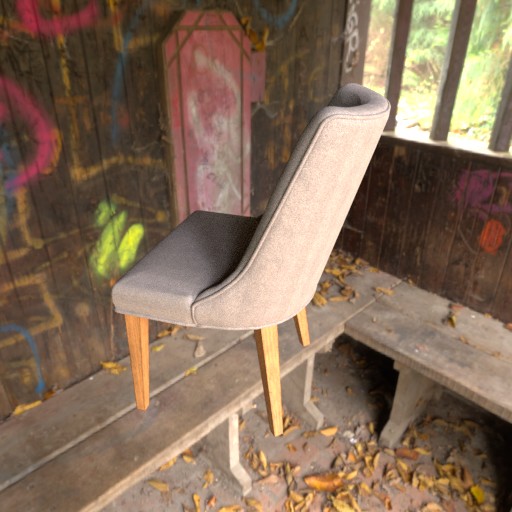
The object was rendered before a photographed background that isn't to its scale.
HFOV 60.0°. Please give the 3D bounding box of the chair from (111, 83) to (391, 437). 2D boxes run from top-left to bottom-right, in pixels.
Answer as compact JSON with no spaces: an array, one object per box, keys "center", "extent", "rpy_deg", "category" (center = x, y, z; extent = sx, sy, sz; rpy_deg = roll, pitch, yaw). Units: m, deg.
[{"center":[0.000,0.000,1.289],"extent":[0.636,0.916,0.548],"rpy_deg":[8,29,15],"category":"chair"}]
